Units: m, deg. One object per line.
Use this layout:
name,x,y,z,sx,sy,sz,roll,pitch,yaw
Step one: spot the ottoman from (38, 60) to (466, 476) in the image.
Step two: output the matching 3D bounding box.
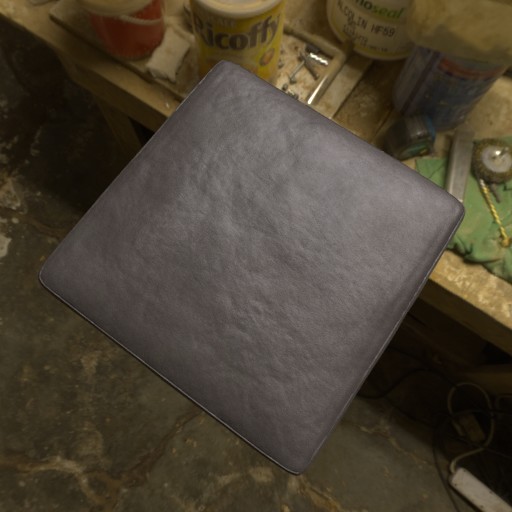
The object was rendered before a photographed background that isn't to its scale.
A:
ottoman,0.000,0.000,1.291,0.844,0.415,0.836,34,77,9
